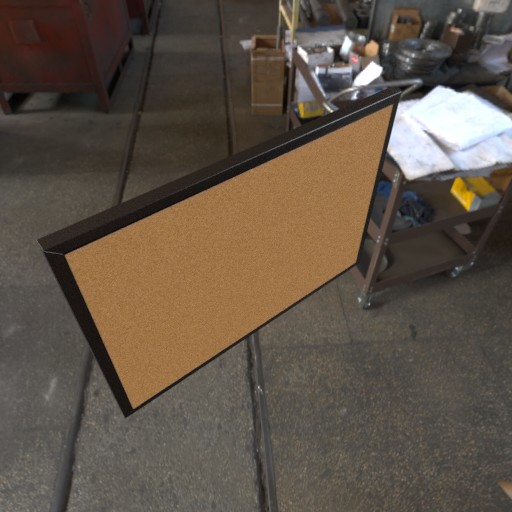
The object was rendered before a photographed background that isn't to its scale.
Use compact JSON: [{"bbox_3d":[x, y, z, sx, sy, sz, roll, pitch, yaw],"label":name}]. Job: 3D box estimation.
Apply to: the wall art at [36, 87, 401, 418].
[{"bbox_3d":[0.000,0.000,0.835,0.657,0.458,0.027,-30,53,-26],"label":"wall art"}]
